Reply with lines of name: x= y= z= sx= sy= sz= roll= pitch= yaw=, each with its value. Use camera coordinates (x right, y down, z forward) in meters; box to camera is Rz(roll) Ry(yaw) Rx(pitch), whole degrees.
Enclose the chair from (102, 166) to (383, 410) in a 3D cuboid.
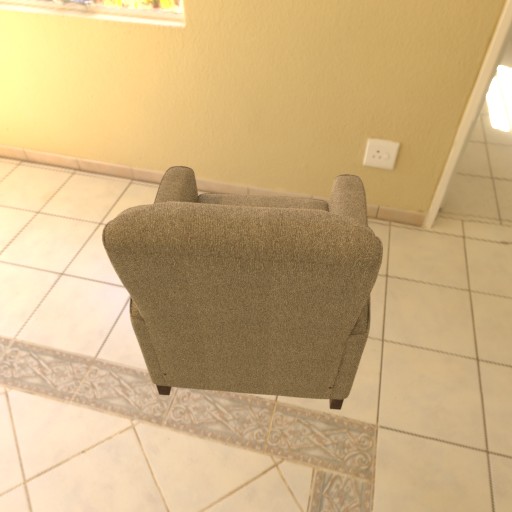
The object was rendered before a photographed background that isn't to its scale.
chair: x=0.000 y=0.000 z=1.672 sx=0.841 sy=1.028 sz=0.858 roll=3 pitch=47 yaw=3
